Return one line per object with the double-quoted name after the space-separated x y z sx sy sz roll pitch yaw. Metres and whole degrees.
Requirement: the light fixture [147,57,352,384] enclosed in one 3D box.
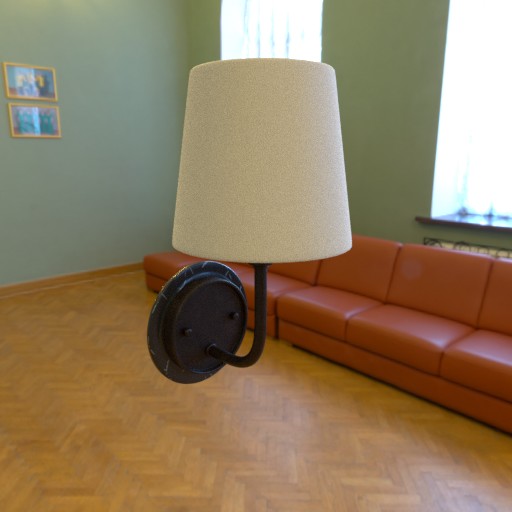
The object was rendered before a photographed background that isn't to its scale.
0.000 0.000 0.437 0.168 0.337 0.188 -13 18 -43 "light fixture"
